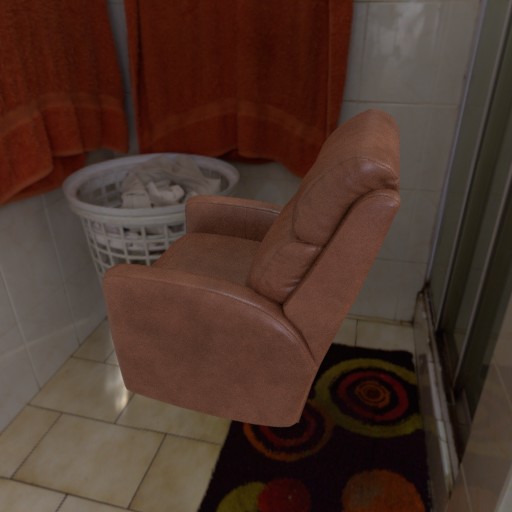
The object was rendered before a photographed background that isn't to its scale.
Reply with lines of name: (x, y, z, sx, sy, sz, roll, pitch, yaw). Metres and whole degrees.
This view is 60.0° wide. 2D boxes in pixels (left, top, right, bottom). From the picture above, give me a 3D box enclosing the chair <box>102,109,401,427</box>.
chair: (0.000, 0.000, 1.682, 0.939, 1.016, 0.787, 8, 29, 14)
